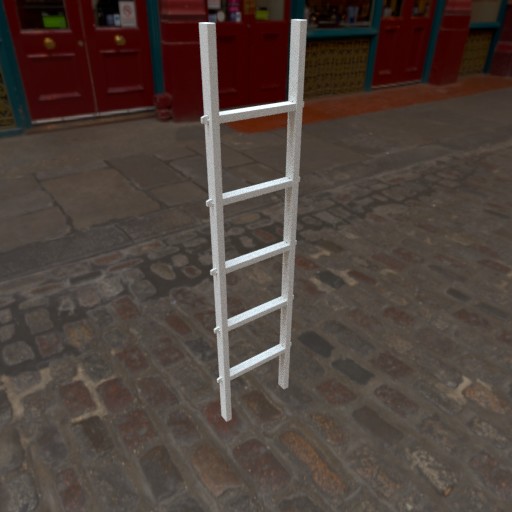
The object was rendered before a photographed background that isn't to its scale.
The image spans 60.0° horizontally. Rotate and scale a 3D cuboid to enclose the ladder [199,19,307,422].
[{"bbox_3d":[0.000,0.000,1.918,0.452,1.797,0.051,-20,36,-30],"label":"ladder"}]
